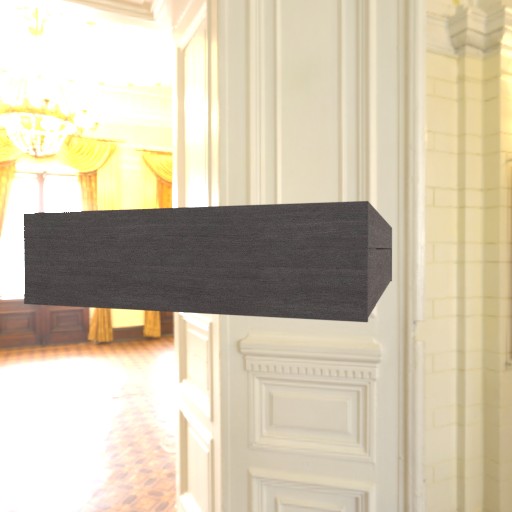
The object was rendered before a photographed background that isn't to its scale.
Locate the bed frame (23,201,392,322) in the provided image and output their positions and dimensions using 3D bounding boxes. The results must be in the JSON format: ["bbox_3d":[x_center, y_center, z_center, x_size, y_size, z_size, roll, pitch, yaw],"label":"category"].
[{"bbox_3d":[0.000,0.000,2.594,1.448,0.459,1.944,0,1,19],"label":"bed frame"}]
